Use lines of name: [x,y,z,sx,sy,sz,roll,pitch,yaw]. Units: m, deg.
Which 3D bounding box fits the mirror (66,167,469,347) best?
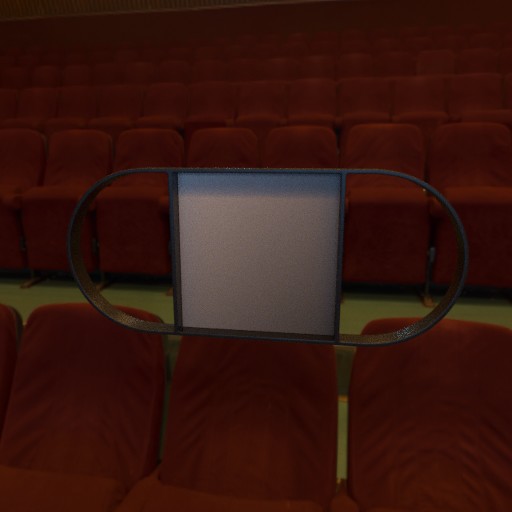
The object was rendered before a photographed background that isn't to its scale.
mirror: [0.000,0.000,0.654,0.584,0.254,0.032,2,13,8]
